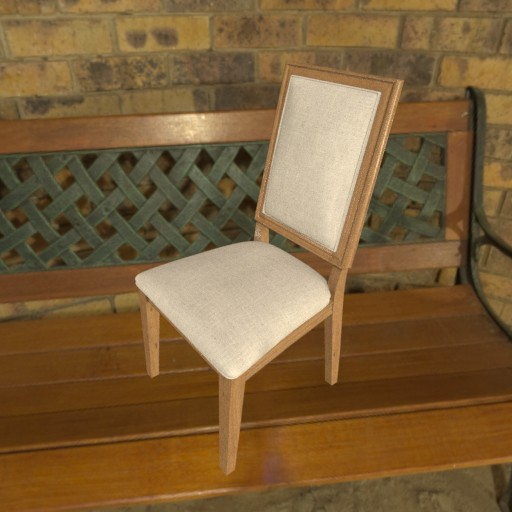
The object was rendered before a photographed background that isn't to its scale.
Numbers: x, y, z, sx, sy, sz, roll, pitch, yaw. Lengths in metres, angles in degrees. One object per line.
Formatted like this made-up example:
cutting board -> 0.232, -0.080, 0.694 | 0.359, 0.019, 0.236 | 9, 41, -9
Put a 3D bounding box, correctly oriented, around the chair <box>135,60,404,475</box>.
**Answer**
chair -> 0.000, 0.000, 1.320 | 0.601, 0.988, 0.536 | -22, 37, -32
